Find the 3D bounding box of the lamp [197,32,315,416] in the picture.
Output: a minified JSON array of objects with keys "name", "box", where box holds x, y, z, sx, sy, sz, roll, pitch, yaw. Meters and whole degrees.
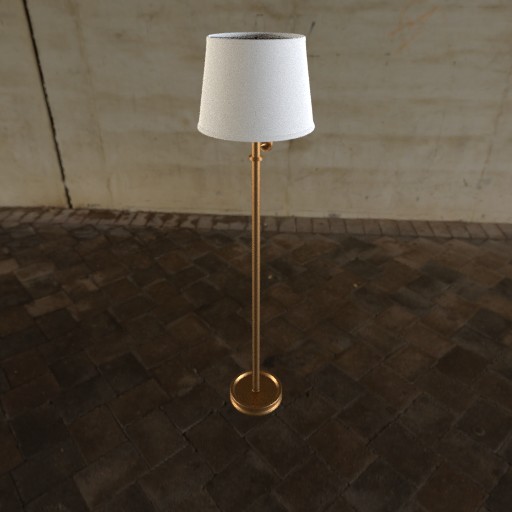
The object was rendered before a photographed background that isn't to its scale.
[{"name":"lamp","box":[0.000,0.000,0.796,0.178,0.710,0.178,0,30,0]}]
